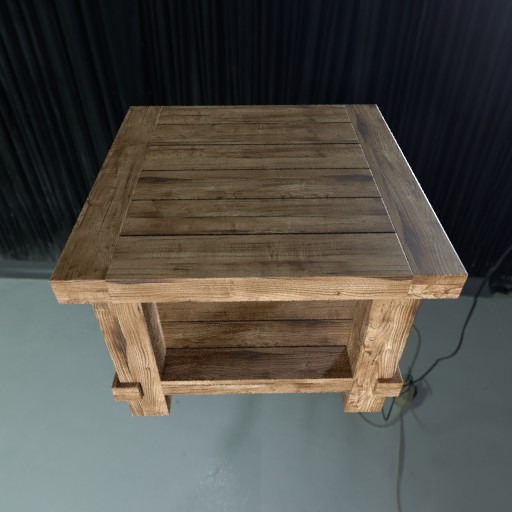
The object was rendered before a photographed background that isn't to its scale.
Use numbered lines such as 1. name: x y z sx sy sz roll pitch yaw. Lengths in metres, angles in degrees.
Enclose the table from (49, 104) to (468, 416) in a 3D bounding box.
1. table: 0.000 0.000 1.023 0.610 0.457 0.610 -1 42 -1
